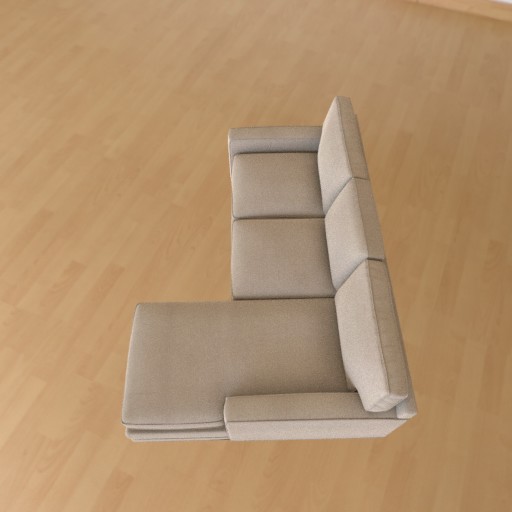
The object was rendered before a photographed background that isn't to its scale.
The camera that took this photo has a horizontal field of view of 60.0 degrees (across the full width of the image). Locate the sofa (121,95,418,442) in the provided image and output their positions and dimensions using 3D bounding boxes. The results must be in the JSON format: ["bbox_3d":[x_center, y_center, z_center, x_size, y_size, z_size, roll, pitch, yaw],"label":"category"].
[{"bbox_3d":[0.000,0.000,2.832,1.496,0.861,2.087,-1,58,-1],"label":"sofa"}]
